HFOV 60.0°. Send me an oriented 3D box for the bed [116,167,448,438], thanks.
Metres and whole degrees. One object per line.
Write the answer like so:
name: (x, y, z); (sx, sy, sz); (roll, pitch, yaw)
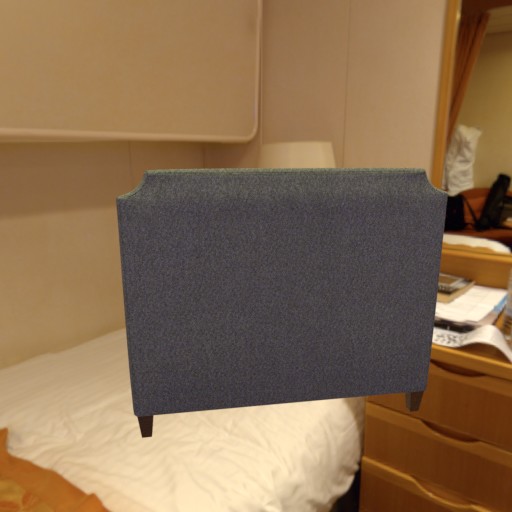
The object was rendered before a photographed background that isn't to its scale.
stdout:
bed: (0.000, 0.000, 3.462); (1.712, 1.443, 2.372); (-2, 14, -9)
